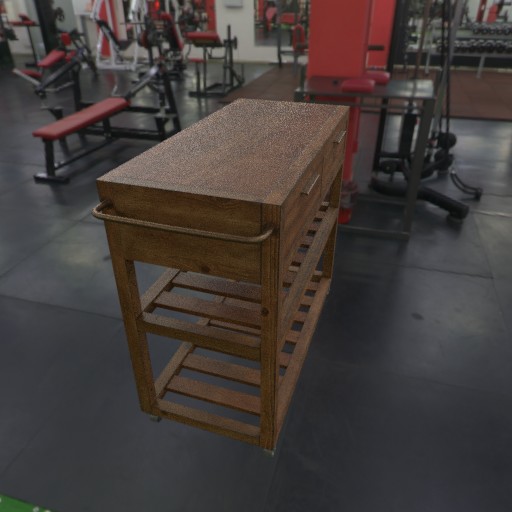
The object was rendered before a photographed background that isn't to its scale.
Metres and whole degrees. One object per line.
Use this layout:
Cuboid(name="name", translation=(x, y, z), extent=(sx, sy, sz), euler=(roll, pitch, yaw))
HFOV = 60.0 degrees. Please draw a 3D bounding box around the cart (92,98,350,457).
Cuboid(name="cart", translation=(0.000, 0.000, 1.510), extent=(0.445, 0.830, 1.065), euler=(10, 32, 16))
